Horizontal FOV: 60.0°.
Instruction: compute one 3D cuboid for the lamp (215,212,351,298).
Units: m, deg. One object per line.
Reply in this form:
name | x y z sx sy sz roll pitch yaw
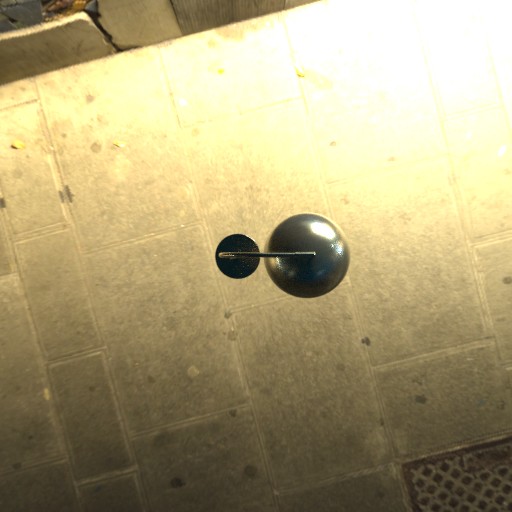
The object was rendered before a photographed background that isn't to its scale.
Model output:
lamp | 0.000 0.000 1.702 0.431 1.526 0.250 0 90 -1
